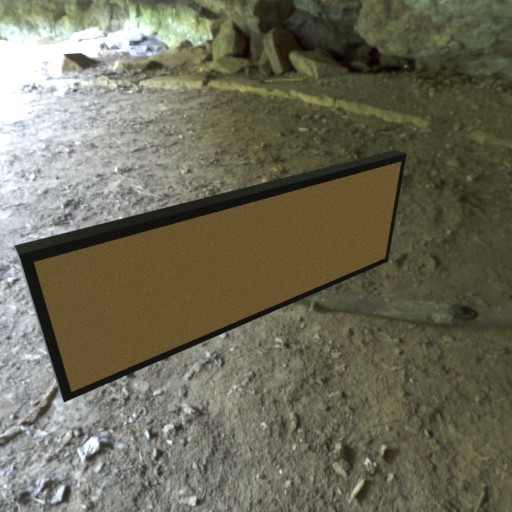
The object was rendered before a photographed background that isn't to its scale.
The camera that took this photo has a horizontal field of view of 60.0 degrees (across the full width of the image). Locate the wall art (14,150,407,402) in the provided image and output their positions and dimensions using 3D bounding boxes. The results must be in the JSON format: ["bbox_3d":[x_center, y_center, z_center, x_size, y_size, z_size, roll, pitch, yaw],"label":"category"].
[{"bbox_3d":[0.000,0.000,0.941,0.860,0.303,0.037,-19,35,-30],"label":"wall art"}]
